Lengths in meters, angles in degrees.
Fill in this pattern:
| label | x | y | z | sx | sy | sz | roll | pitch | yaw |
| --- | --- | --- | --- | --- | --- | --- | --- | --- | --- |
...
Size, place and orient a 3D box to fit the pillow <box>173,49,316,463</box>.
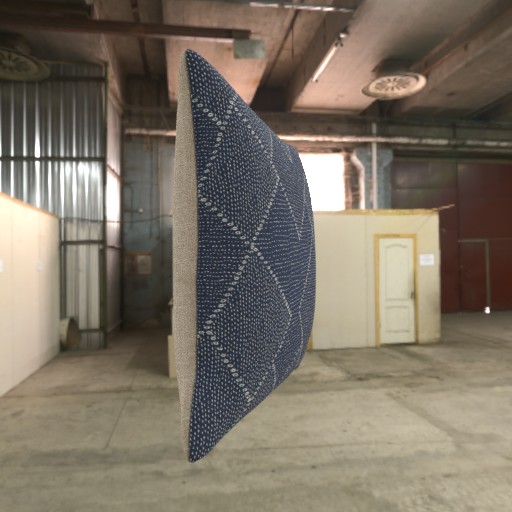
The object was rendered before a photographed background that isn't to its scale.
| label | x | y | z | sx | sy | sz | roll | pitch | yaw |
| --- | --- | --- | --- | --- | --- | --- | --- | --- | --- |
| pillow | 0.000 | 0.000 | 0.660 | 0.148 | 0.428 | 0.435 | 0 | -1 | 19 |
